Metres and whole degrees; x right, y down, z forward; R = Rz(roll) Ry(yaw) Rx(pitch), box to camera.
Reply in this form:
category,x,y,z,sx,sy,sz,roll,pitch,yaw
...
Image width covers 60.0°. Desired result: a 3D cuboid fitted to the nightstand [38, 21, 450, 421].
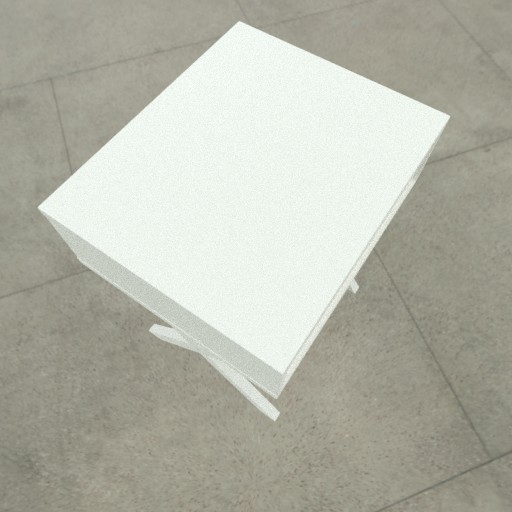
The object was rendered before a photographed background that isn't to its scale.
category,x,y,z,sx,sy,sz,roll,pitch,yaw
nightstand,0.000,0.000,0.924,0.402,0.623,0.479,31,67,15
